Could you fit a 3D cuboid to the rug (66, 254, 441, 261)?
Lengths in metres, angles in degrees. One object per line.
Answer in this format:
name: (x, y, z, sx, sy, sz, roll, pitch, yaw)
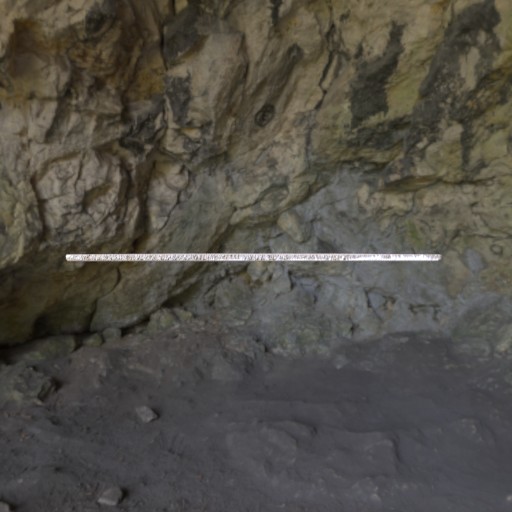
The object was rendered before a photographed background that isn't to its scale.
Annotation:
rug: (0.000, 0.000, 2.908, 1.500, 0.026, 2.349, 0, 0, 1)
